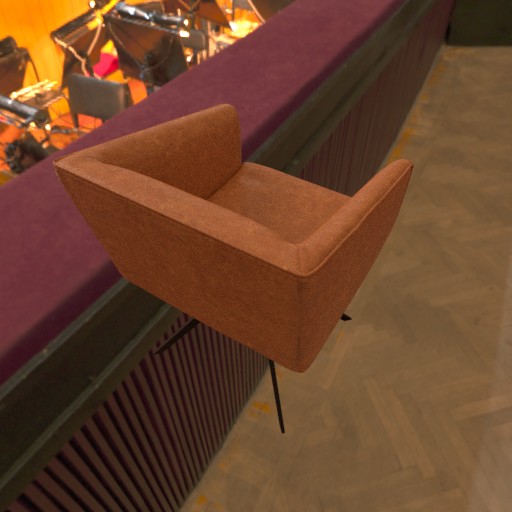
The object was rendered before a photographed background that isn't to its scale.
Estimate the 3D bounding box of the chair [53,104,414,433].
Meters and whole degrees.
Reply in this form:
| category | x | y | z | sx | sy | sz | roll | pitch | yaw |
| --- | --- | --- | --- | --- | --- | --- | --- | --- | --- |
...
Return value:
| category | x | y | z | sx | sy | sz | roll | pitch | yaw |
| --- | --- | --- | --- | --- | --- | --- | --- | --- | --- |
| chair | 0.000 | 0.000 | 1.214 | 0.588 | 0.760 | 0.625 | 24 | 51 | 22 |
